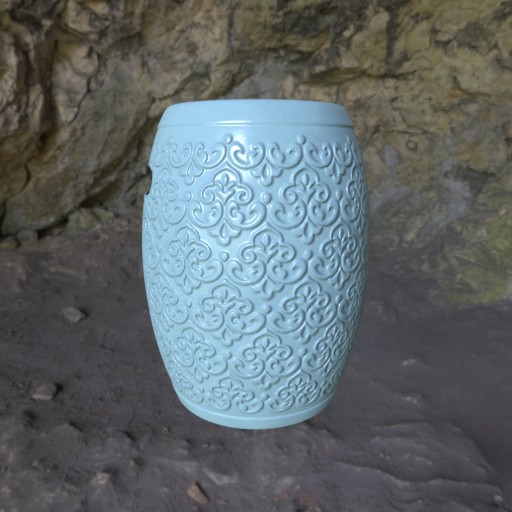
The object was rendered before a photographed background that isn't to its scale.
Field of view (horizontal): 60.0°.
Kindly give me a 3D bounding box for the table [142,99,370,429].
[{"bbox_3d":[0.000,0.000,0.623,0.309,0.397,0.309,0,14,0],"label":"table"}]
